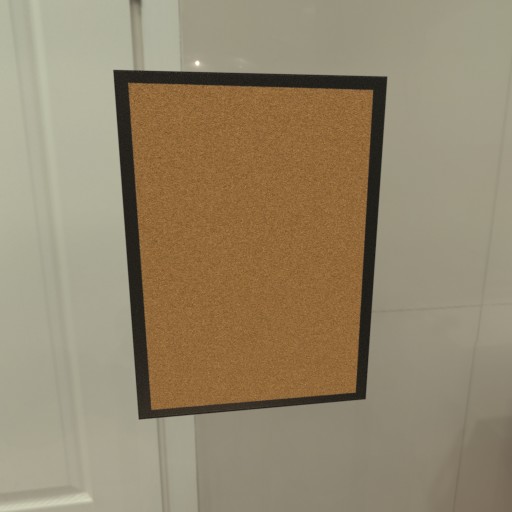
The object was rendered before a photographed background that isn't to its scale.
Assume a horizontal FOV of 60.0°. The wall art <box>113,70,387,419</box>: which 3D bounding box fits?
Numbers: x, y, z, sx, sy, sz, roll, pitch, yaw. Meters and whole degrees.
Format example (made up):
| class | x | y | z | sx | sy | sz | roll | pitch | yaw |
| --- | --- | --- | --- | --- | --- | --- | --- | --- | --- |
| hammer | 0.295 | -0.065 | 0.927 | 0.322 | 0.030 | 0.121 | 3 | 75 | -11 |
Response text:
| class | x | y | z | sx | sy | sz | roll | pitch | yaw |
| --- | --- | --- | --- | --- | --- | --- | --- | --- | --- |
| wall art | 0.000 | 0.000 | 0.855 | 0.480 | 0.657 | 0.016 | -2 | 14 | -9 |
